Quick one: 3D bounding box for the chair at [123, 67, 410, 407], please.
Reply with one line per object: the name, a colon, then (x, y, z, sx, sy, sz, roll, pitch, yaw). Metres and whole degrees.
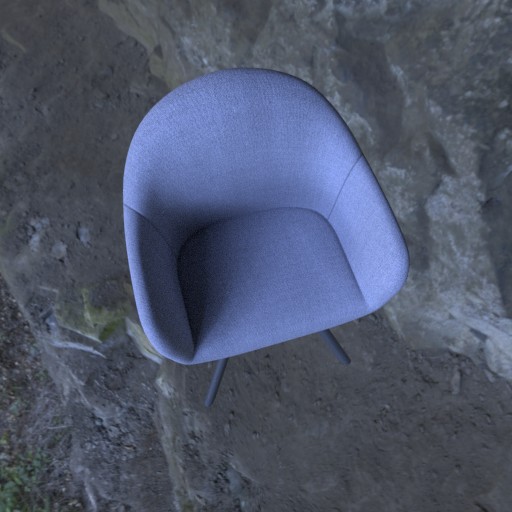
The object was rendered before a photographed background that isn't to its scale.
chair: (0.000, 0.000, 1.187, 0.590, 0.795, 0.550, -15, 64, -7)
